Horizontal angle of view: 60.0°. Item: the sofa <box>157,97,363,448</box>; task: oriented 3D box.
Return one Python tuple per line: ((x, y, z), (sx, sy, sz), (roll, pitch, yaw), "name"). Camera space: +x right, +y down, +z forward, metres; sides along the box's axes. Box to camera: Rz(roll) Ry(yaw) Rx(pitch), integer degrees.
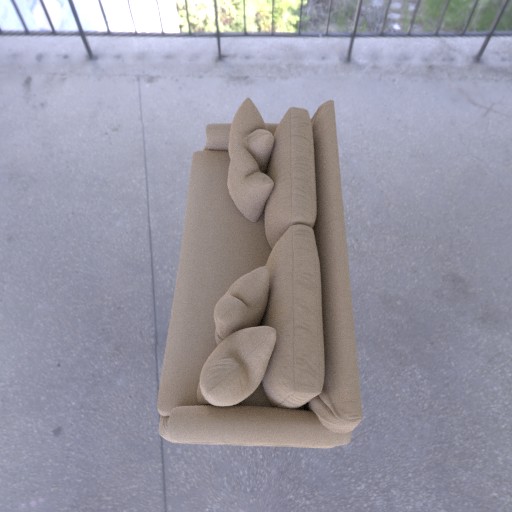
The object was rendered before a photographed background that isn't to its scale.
((0.000, 0.000, 2.875), (1.067, 0.904, 2.285), (1, 59, 1), "sofa")
